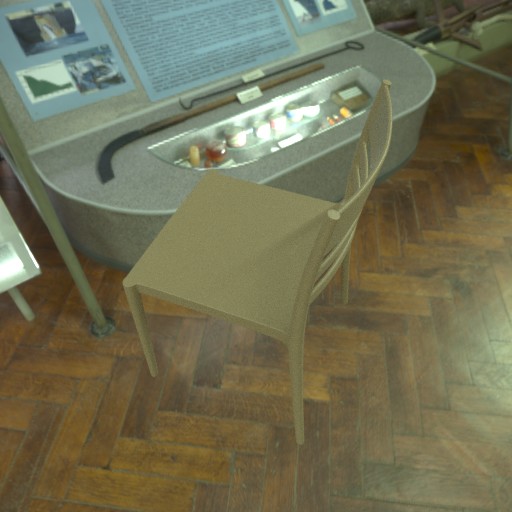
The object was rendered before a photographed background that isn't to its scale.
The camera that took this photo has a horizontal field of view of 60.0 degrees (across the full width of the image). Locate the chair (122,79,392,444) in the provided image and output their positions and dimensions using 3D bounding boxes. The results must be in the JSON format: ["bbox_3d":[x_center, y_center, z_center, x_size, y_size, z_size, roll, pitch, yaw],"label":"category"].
[{"bbox_3d":[0.000,0.000,1.139,0.511,0.800,0.531,16,49,14],"label":"chair"}]
